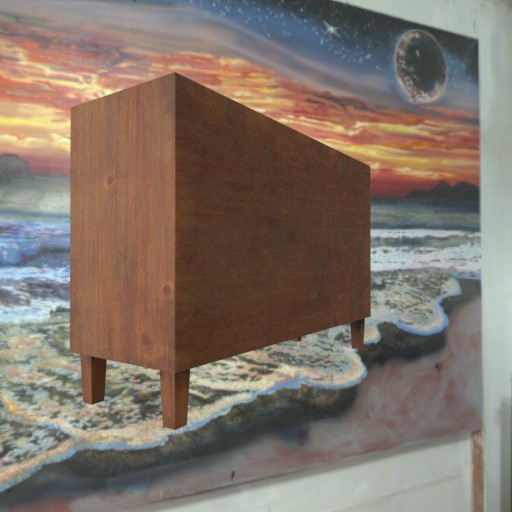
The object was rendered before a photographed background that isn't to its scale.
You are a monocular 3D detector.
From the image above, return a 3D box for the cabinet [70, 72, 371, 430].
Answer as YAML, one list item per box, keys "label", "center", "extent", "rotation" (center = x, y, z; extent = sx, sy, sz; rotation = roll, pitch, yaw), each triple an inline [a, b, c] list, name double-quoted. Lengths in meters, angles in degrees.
- label: "cabinet"
  center: [0.000, 0.000, 1.588]
  extent: [0.403, 0.805, 1.204]
  rotation: [0, -1, 35]
